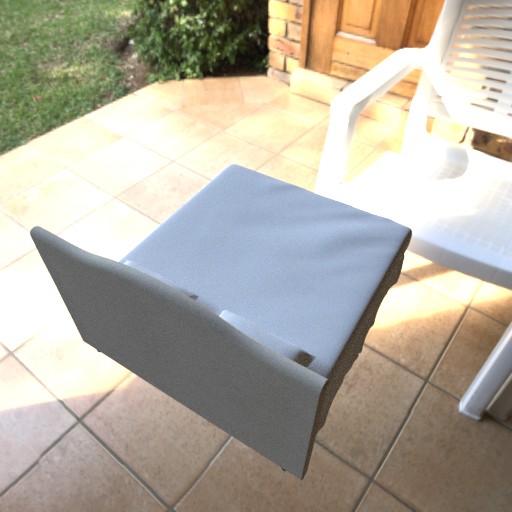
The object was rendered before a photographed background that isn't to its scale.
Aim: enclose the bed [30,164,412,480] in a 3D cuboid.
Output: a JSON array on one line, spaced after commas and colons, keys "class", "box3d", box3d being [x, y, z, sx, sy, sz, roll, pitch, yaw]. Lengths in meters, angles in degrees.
[{"class": "bed", "box3d": [0.000, 0.000, 3.516, 2.083, 1.421, 2.182, 24, 51, 22]}]
